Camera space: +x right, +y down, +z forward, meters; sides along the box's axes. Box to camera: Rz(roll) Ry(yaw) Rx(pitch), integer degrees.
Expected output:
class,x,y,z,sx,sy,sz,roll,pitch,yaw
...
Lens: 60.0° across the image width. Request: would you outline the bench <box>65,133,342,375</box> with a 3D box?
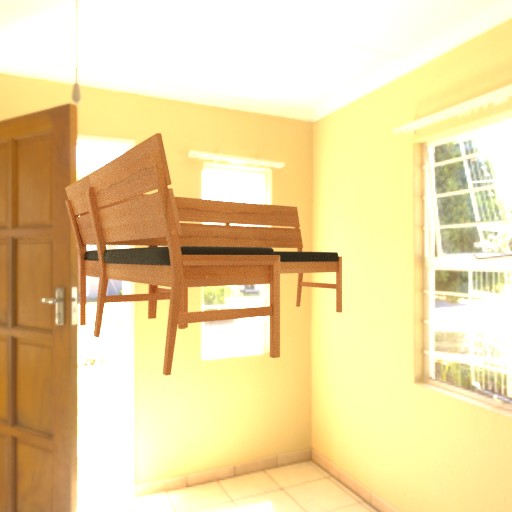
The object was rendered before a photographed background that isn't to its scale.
class,x,y,z,sx,sy,sz,roll,pitch,yaw
bench,0.000,0.000,2.798,1.948,0.890,1.548,0,0,-35
